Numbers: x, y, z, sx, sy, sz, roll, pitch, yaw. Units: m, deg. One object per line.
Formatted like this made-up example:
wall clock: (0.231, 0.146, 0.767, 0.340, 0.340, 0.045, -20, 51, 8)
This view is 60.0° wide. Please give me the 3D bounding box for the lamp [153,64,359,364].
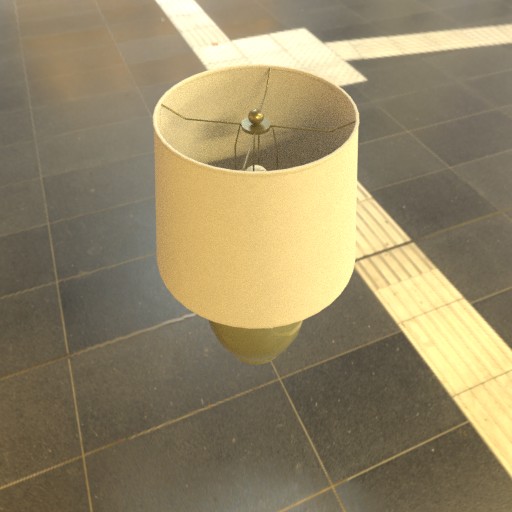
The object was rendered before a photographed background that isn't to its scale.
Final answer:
lamp: (0.000, 0.000, 0.555, 0.239, 0.399, 0.239, 0, 48, 0)
